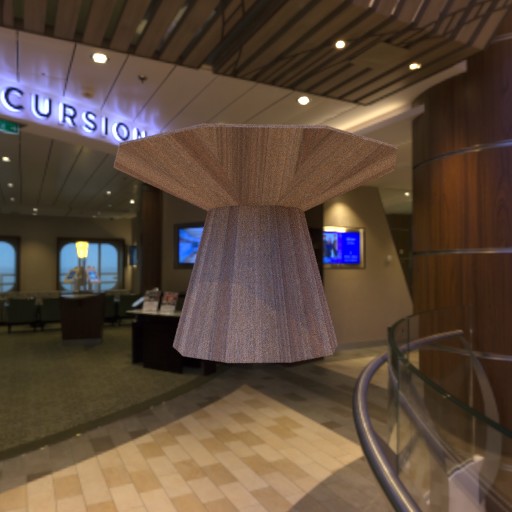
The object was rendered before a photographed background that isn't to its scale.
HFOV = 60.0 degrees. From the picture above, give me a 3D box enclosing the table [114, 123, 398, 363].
[{"bbox_3d":[0.000,0.000,1.867,1.186,0.752,1.186,0,-1,0],"label":"table"}]
